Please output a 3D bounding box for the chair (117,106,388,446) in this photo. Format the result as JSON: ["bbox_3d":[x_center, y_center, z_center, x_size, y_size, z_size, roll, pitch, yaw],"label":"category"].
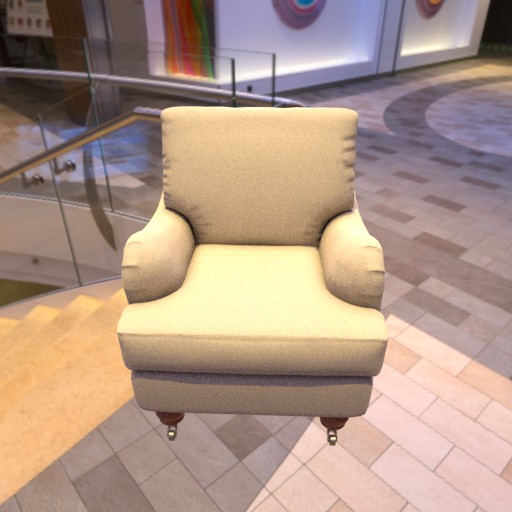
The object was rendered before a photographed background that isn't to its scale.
[{"bbox_3d":[0.000,0.000,1.822,0.895,1.076,1.078,1,31,2],"label":"chair"}]
